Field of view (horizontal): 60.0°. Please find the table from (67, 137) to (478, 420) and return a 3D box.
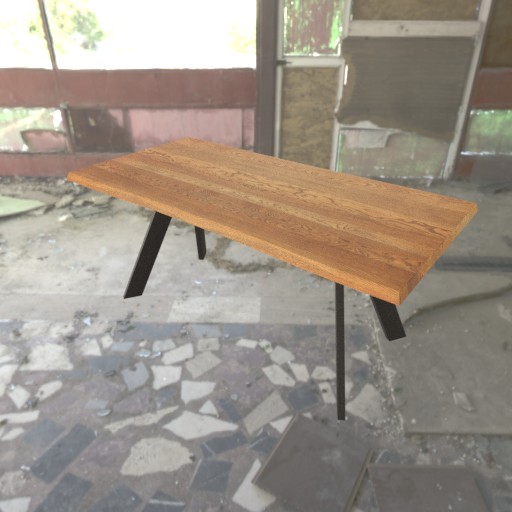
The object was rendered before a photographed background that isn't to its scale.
[{"bbox_3d":[0.000,0.000,2.309,1.800,0.770,0.900,21,36,32],"label":"table"}]
